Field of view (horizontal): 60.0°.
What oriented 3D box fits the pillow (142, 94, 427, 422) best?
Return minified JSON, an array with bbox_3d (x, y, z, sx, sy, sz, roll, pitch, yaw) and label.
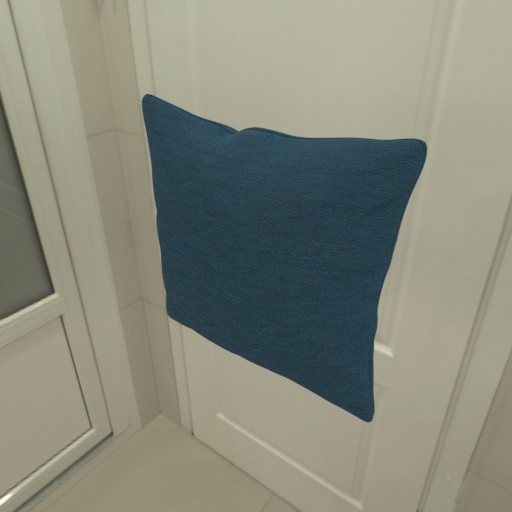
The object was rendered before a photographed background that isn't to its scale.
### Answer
[{"bbox_3d":[0.000,0.000,0.666,0.437,0.420,0.177,21,36,32],"label":"pillow"}]
